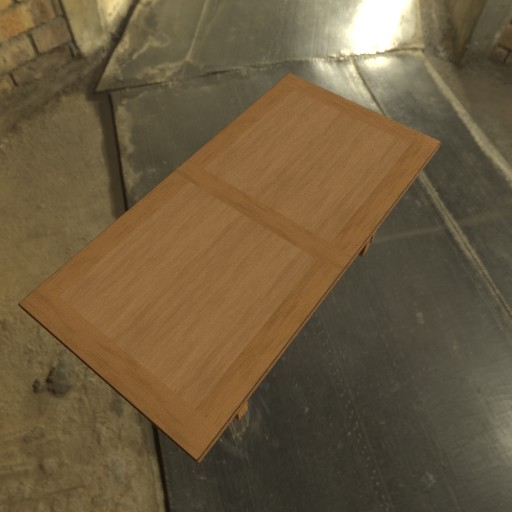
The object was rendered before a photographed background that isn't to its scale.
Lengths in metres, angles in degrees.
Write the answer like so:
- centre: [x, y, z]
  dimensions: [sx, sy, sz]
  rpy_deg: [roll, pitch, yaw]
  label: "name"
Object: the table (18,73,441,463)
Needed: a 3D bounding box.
- centre: [0.000, 0.000, 2.434]
  dimensions: [1.000, 0.762, 1.982]
  rpy_deg: [33, 63, 19]
  label: "table"
